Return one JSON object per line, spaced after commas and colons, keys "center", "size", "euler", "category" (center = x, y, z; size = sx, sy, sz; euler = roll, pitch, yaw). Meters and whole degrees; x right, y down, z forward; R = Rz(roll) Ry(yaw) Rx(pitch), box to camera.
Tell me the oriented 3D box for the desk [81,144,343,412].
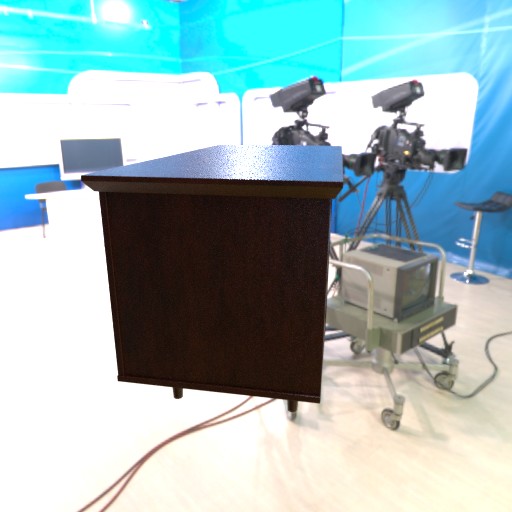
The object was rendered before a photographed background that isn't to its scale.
{"center": [0.000, 0.000, 1.709], "size": [0.612, 0.758, 1.277], "euler": [3, 18, 10], "category": "desk"}
